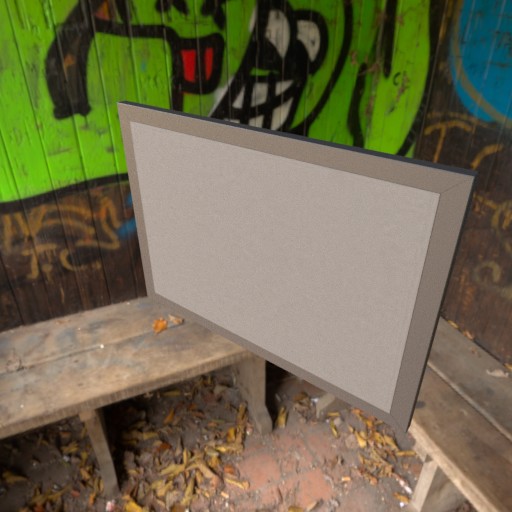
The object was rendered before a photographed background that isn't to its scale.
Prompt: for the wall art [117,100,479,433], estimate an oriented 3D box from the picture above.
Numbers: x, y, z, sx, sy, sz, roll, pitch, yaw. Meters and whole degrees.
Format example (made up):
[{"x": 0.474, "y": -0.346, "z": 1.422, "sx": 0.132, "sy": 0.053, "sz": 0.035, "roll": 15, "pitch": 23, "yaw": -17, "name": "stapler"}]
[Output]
[{"x": 0.000, "y": 0.000, "z": 0.536, "sx": 0.432, "sy": 0.306, "sz": 0.016, "roll": 21, "pitch": 37, "yaw": 31, "name": "wall art"}]
